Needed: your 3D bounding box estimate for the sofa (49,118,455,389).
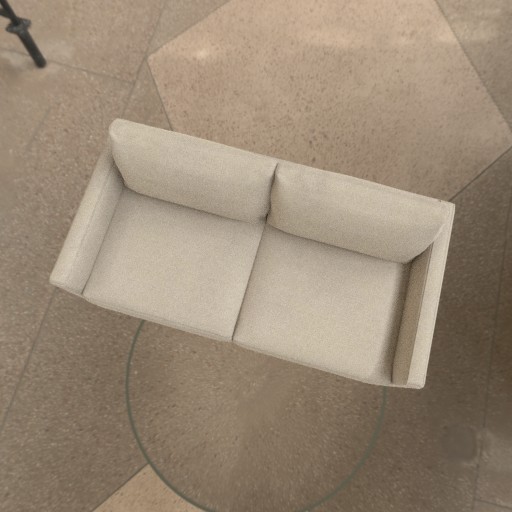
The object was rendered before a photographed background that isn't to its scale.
[{"bbox_3d":[0.000,0.000,2.161,1.682,0.840,0.875,15,75,4],"label":"sofa"}]
